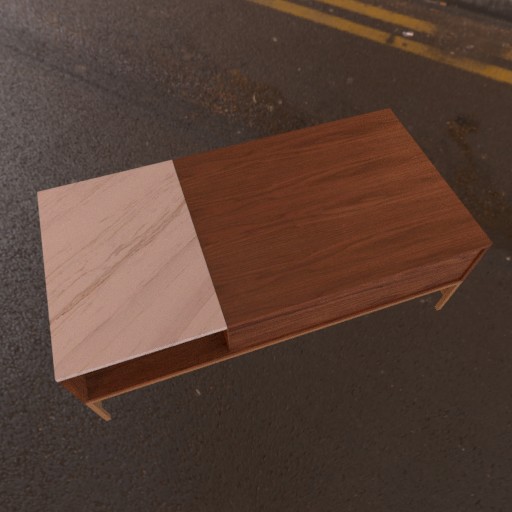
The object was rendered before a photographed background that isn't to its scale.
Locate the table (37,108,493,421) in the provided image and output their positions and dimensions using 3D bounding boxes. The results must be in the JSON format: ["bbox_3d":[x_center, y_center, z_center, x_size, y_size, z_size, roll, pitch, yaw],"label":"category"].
[{"bbox_3d":[0.000,0.000,1.911,1.553,0.551,0.789,-16,59,-10],"label":"table"}]
